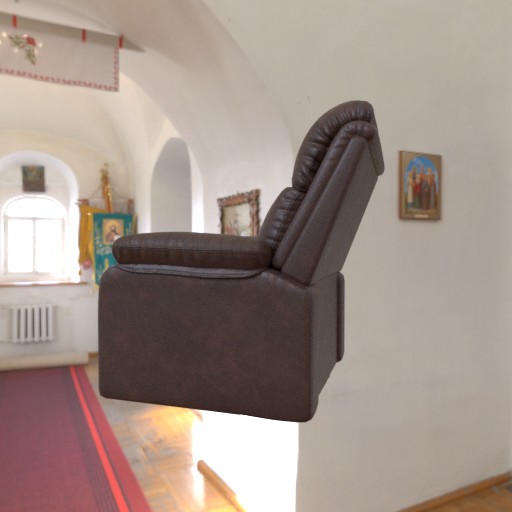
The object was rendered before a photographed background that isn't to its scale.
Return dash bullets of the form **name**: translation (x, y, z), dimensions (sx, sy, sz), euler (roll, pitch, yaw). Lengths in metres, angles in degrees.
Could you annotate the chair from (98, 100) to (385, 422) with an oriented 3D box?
- **chair**: translation (0.000, 0.000, 1.681), dimensions (0.919, 0.992, 0.855), euler (0, 1, 18)
